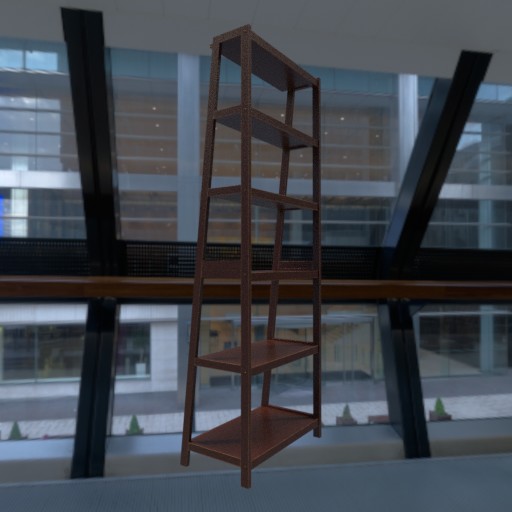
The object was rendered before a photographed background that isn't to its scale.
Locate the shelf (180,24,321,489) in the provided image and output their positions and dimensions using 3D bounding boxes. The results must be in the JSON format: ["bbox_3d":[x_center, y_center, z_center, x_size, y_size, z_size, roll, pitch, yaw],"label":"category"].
[{"bbox_3d":[0.000,0.000,2.179,0.381,1.892,0.660,-1,-1,35],"label":"shelf"}]
